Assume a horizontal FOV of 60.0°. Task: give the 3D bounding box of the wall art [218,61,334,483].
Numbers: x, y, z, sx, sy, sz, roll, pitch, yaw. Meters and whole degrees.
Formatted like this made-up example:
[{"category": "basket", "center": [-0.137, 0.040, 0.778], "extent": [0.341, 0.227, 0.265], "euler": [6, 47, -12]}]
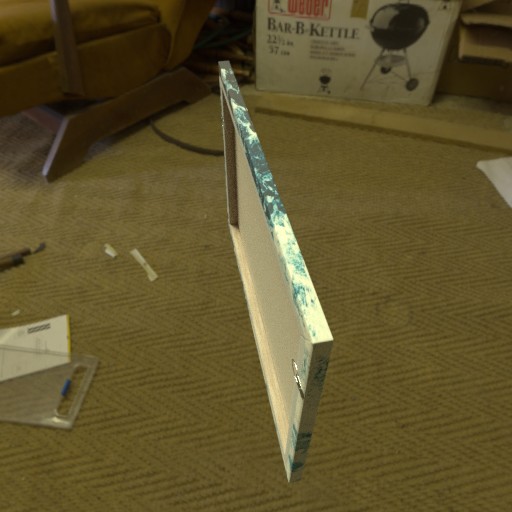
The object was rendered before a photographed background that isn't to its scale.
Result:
[{"category": "wall art", "center": [0.000, 0.000, 1.882], "extent": [0.055, 1.017, 1.524], "euler": [-8, 47, -8]}]
